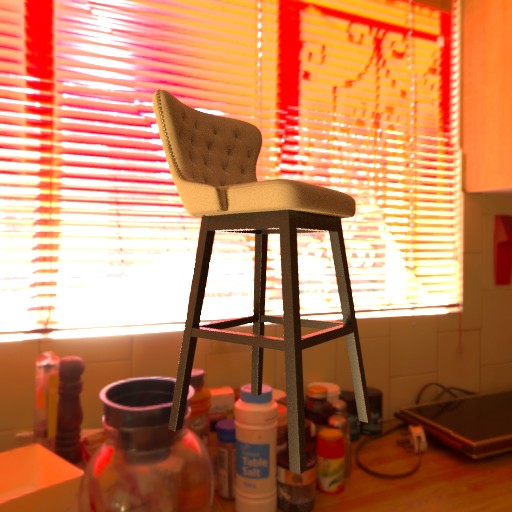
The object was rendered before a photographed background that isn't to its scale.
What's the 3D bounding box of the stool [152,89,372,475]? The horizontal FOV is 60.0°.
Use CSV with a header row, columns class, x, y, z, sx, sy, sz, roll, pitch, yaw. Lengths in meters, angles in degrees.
class,x,y,z,sx,sy,sz,roll,pitch,yaw
stool,0.000,0.000,1.439,0.605,1.066,0.528,0,0,37
